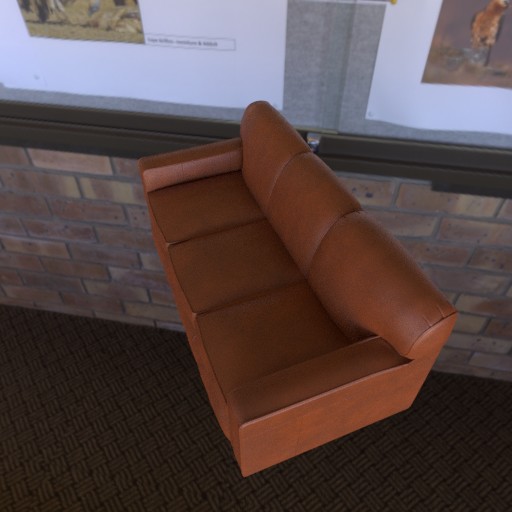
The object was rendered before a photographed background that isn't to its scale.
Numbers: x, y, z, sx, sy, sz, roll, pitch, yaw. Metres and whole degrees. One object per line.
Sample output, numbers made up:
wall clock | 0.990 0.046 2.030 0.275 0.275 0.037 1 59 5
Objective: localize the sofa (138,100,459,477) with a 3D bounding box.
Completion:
sofa | 0.000 0.000 2.591 1.008 0.953 2.039 -16 47 -15
